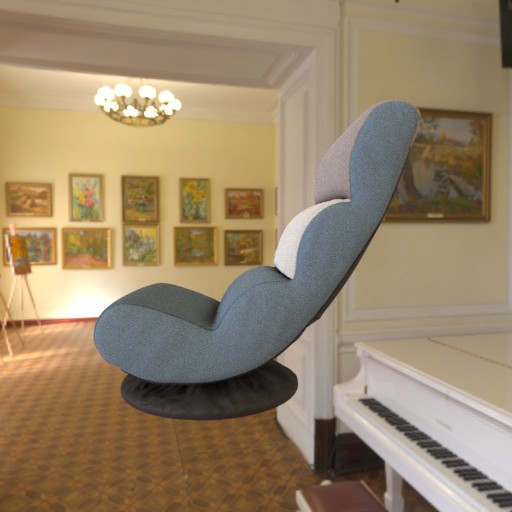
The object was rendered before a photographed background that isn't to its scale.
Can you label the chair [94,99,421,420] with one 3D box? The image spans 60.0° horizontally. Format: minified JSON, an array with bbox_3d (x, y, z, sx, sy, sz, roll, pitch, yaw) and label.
[{"bbox_3d":[0.000,0.000,1.055,0.661,0.641,0.420,0,2,-2],"label":"chair"}]
